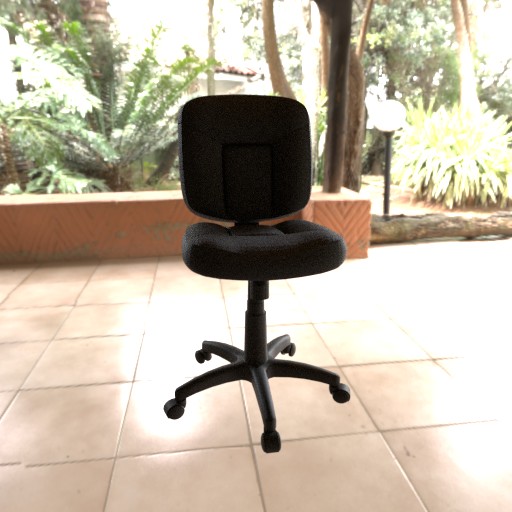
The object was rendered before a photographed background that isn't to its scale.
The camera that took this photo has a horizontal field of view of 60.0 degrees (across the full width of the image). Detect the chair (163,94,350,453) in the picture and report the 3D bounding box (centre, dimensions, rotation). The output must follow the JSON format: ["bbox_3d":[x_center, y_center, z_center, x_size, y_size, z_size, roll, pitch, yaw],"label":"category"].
[{"bbox_3d":[0.000,0.000,1.366,0.610,0.972,0.610,-3,17,-9],"label":"chair"}]
